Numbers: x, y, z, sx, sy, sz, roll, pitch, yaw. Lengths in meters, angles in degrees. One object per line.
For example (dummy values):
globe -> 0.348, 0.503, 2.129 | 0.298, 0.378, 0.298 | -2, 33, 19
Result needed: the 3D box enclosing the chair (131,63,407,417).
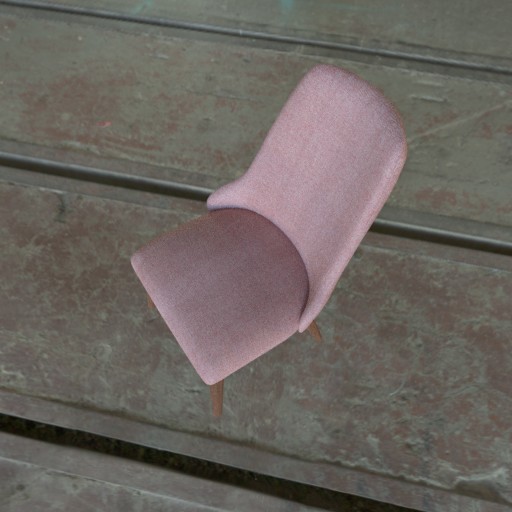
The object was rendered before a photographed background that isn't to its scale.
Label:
chair -> 0.000, 0.000, 1.348 | 0.707, 0.918, 0.535 | -31, 67, -14
